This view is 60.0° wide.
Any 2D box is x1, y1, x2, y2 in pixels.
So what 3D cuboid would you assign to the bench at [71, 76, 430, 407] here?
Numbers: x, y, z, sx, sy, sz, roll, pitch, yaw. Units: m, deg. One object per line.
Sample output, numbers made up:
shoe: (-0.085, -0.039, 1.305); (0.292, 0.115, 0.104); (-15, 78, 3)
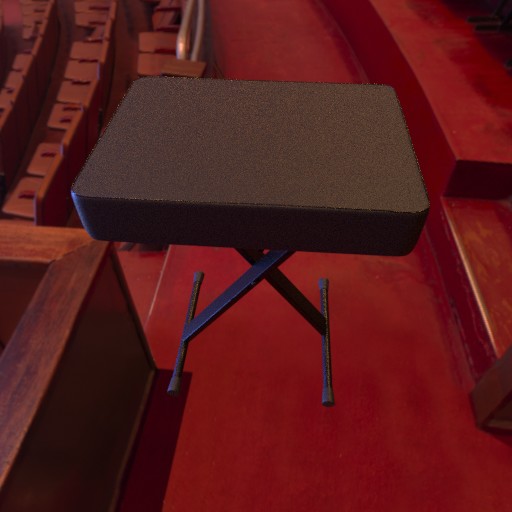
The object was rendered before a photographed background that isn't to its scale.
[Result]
bench: (0.000, 0.000, 0.795); (0.424, 0.500, 0.321); (3, 46, 3)
